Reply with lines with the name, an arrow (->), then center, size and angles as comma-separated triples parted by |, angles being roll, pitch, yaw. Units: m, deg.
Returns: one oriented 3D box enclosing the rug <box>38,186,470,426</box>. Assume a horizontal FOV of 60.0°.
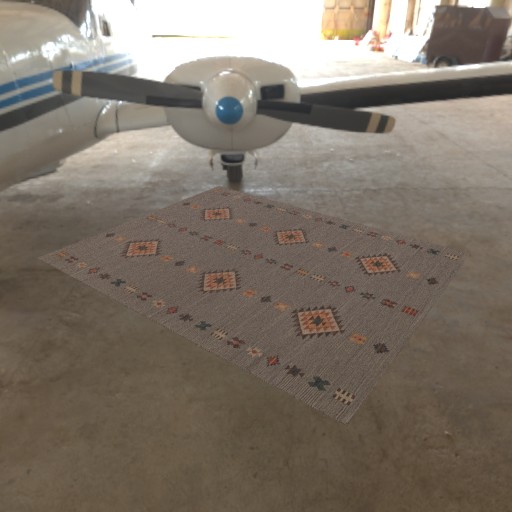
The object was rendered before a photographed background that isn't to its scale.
rug -> 0.000, 0.000, 3.977 | 3.035, 0.008, 2.425 | 20, 34, 32
